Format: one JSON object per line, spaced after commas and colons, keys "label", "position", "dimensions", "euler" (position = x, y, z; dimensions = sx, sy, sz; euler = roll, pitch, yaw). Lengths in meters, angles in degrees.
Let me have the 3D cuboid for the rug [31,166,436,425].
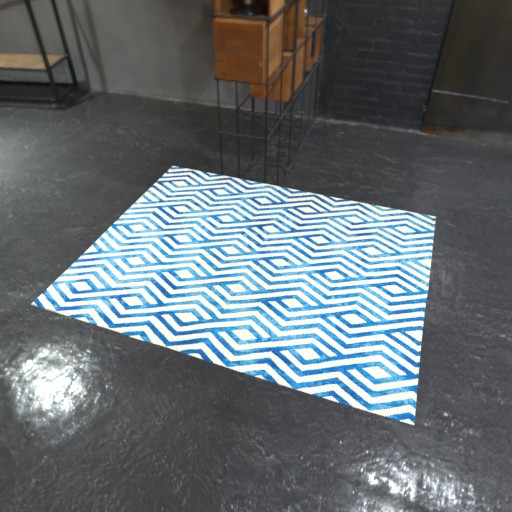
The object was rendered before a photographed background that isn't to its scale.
{"label": "rug", "position": [0.000, 0.000, 4.113], "dimensions": [3.059, 0.008, 2.453], "euler": [13, 42, 15]}
